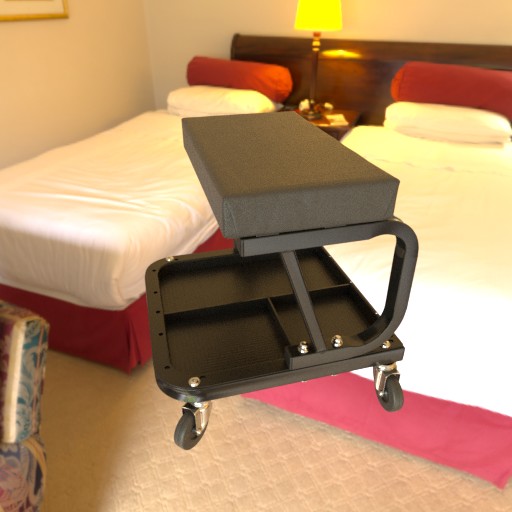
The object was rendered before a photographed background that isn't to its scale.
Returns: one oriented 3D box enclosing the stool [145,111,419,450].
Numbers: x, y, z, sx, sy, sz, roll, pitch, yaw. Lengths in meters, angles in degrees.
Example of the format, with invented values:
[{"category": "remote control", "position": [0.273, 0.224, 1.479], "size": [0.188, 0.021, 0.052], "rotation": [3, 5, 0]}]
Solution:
[{"category": "stool", "position": [0.000, 0.000, 0.732], "size": [0.371, 0.380, 0.446], "rotation": [-8, 31, -13]}]
